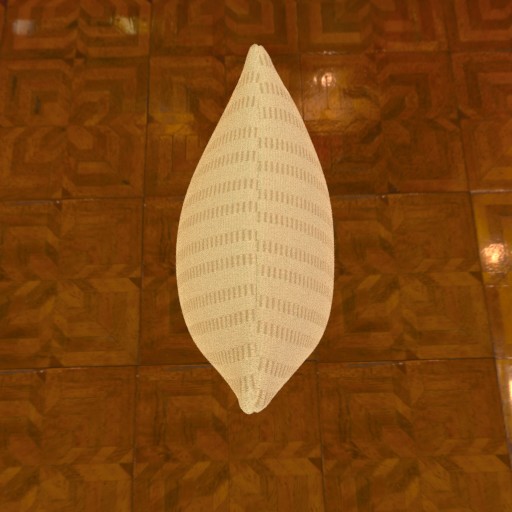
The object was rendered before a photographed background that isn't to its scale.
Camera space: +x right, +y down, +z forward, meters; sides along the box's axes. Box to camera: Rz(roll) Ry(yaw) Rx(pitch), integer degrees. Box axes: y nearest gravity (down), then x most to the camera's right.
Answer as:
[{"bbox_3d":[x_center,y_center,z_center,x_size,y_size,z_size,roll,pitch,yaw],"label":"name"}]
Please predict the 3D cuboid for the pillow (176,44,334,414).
[{"bbox_3d":[0.000,0.000,0.689,0.247,0.419,0.438,1,76,0],"label":"pillow"}]
